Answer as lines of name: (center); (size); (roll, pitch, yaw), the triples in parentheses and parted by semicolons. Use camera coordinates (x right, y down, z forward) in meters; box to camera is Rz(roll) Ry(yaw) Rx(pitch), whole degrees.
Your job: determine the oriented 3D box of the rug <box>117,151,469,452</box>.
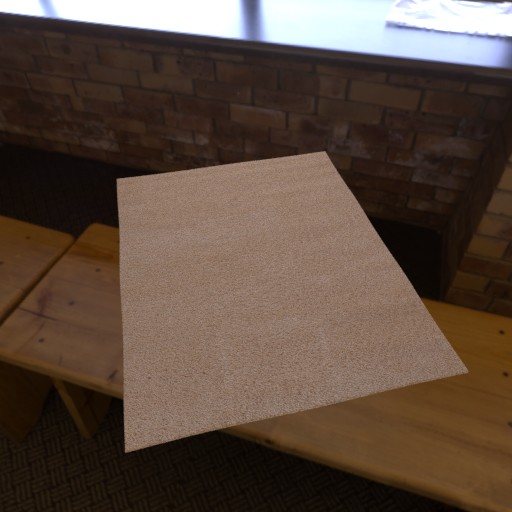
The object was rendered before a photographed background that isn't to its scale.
rug: (0.000, 0.000, 4.001); (2.400, 0.025, 3.000); (-10, 46, -10)
